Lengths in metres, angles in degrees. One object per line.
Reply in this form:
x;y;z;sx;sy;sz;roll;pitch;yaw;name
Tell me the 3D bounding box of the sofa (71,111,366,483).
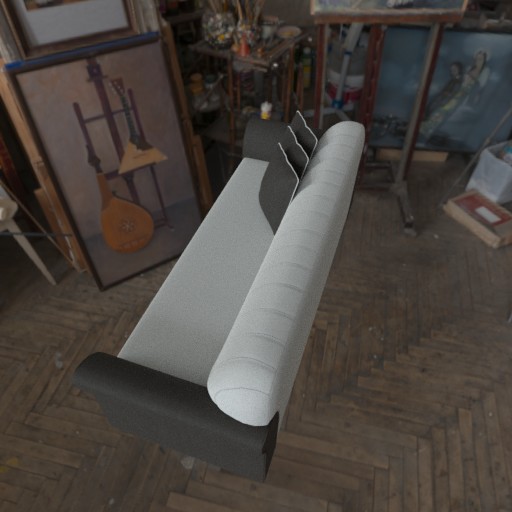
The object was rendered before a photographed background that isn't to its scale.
0.000;0.000;2.339;0.755;0.787;2.001;14;49;13;sofa
